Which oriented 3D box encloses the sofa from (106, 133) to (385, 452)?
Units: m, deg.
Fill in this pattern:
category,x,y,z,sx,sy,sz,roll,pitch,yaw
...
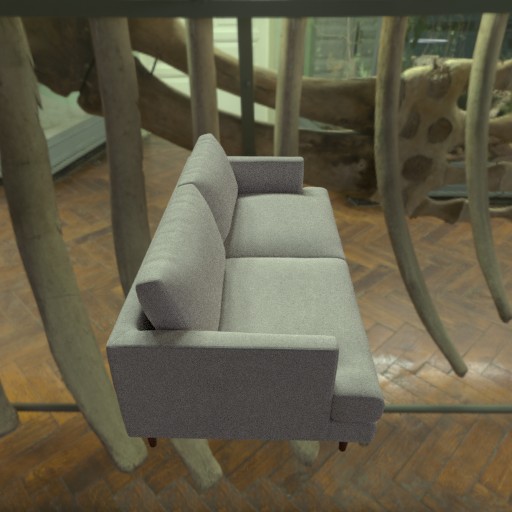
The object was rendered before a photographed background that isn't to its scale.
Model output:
category,x,y,z,sx,sy,sz,roll,pitch,yaw
sofa,0.000,0.000,2.460,1.020,0.868,1.948,1,32,1
